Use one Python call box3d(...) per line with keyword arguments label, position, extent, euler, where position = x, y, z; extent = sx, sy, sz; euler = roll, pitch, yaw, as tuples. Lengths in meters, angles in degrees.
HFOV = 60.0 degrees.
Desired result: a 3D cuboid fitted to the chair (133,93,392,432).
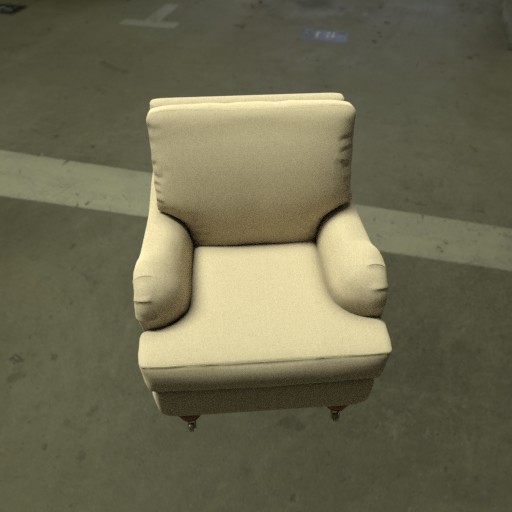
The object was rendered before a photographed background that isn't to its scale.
box3d(label="chair", position=(0.000, 0.000, 1.849), extent=(0.895, 1.076, 1.078), euler=(-3, 45, -3))
